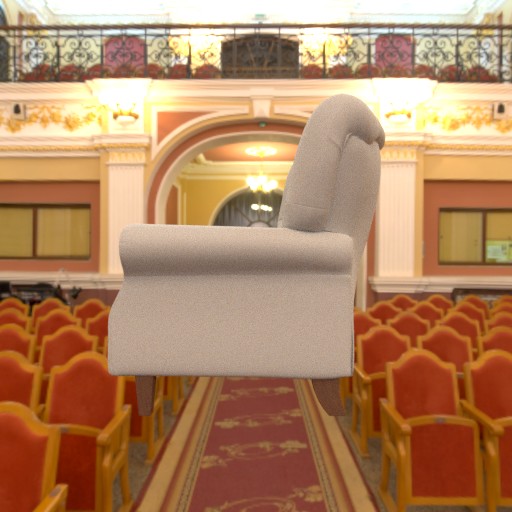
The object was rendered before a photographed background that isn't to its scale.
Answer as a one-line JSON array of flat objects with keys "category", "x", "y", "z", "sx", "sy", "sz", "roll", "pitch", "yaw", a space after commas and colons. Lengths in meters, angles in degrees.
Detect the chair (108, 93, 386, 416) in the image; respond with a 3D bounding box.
[{"category": "chair", "x": 0.000, "y": 0.000, "z": 2.081, "sx": 1.128, "sy": 1.217, "sz": 1.090, "roll": 0, "pitch": 0, "yaw": 1}]
